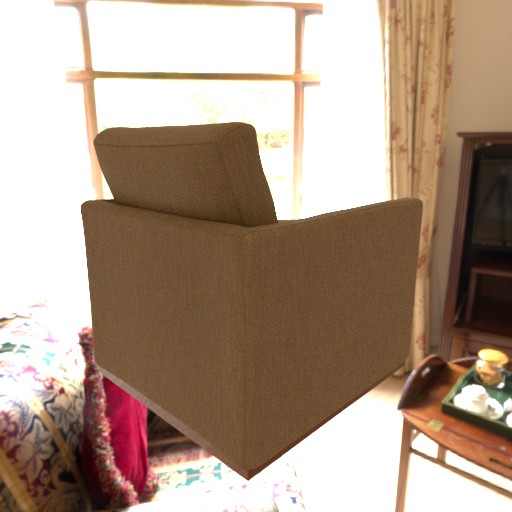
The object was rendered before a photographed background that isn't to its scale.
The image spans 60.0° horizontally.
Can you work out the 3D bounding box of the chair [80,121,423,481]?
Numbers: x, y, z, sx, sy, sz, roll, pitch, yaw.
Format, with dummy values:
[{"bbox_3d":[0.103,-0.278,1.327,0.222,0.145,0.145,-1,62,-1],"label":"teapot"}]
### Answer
[{"bbox_3d":[0.000,0.000,1.455,0.763,0.811,0.834,14,20,43],"label":"chair"}]
